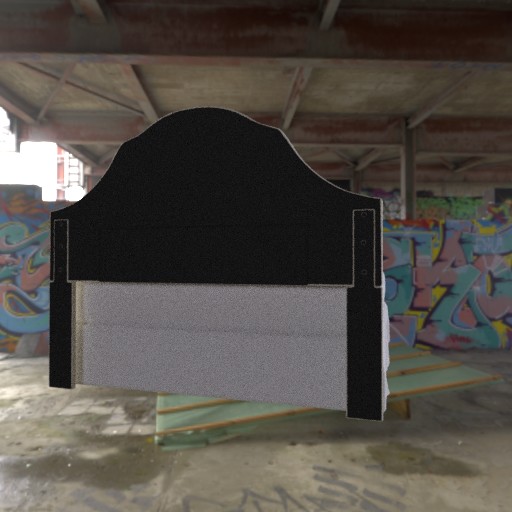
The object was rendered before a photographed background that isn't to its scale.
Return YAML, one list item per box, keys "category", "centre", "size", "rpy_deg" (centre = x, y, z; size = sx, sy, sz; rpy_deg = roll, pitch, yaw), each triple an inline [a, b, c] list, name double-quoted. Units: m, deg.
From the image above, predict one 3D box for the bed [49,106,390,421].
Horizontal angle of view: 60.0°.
- category: "bed"
  centre: [0.000, 0.000, 3.468]
  size: [2.008, 1.615, 2.214]
  rpy_deg: [0, -1, 17]
